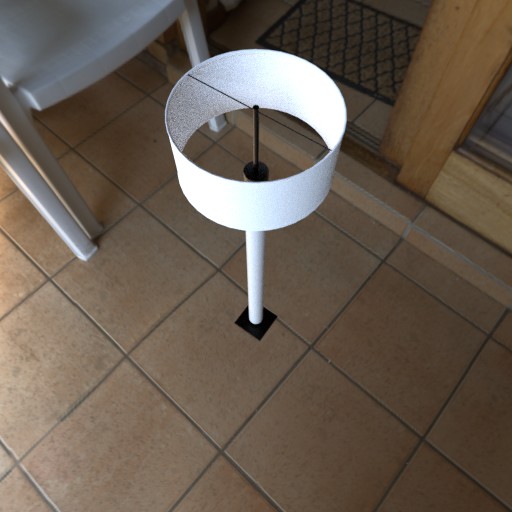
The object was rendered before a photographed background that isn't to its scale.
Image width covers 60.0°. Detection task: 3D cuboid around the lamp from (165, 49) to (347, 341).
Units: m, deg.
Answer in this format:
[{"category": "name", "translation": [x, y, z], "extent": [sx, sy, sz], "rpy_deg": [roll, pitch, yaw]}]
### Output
[{"category": "lamp", "translation": [0.000, 0.000, 1.667], "extent": [0.420, 1.475, 0.420], "rpy_deg": [32, 67, 16]}]
